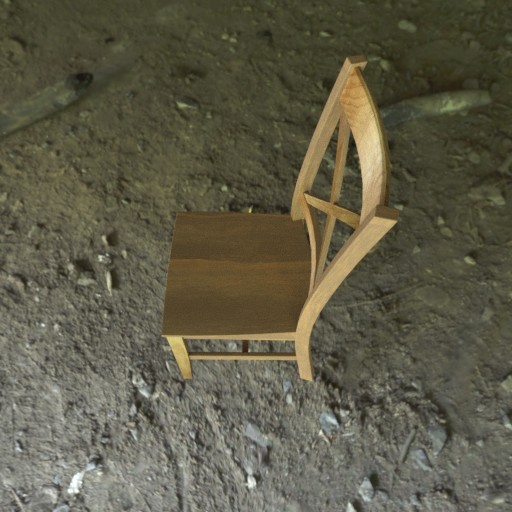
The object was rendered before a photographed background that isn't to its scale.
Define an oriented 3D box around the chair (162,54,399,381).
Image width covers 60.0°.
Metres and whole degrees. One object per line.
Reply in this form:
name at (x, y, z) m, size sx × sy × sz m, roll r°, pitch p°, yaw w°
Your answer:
chair at (0.000, 0.000, 1.313) m, size 0.542 × 0.983 × 0.485 m, roll 0°, pitch 57°, yaw 0°
